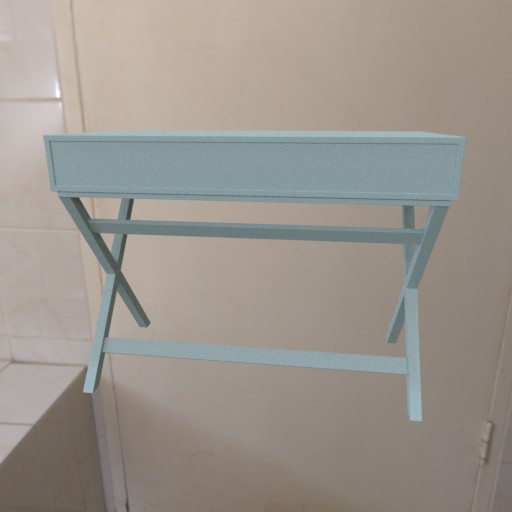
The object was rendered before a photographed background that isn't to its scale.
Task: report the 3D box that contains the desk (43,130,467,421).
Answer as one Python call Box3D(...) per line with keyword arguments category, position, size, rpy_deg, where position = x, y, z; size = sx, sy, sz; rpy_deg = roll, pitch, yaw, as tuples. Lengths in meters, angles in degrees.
Box3D(category="desk", position=(0.000, 0.000, 1.458), size=(1.057, 0.780, 0.525), rpy_deg=(2, 17, 8))
